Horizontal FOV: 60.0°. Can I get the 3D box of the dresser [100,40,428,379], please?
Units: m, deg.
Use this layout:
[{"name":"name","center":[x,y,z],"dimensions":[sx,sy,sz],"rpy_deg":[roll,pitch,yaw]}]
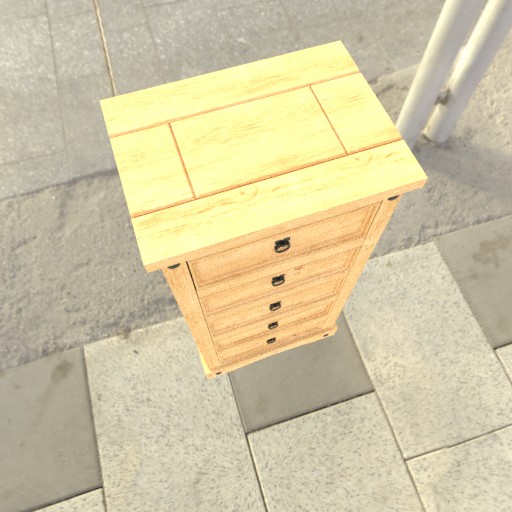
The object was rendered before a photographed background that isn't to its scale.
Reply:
[{"name":"dresser","center":[0.000,0.000,1.320],"dimensions":[0.531,1.041,0.390],"rpy_deg":[-18,65,-8]}]
